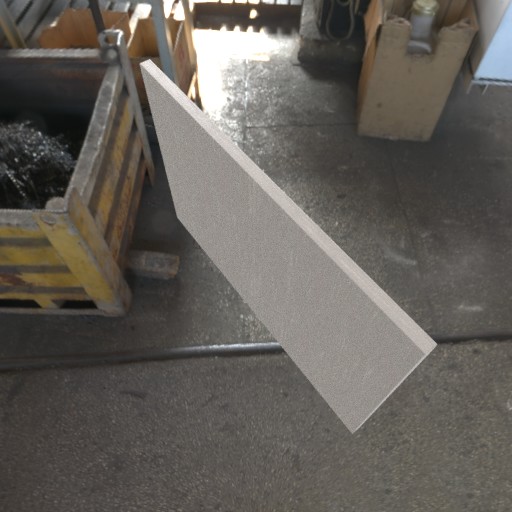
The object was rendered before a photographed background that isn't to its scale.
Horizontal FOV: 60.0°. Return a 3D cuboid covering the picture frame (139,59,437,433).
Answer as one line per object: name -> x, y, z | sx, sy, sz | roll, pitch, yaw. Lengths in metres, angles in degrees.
picture frame -> 0.000, 0.000, 1.190 | 0.029, 0.640, 0.950 | -32, 63, -19
